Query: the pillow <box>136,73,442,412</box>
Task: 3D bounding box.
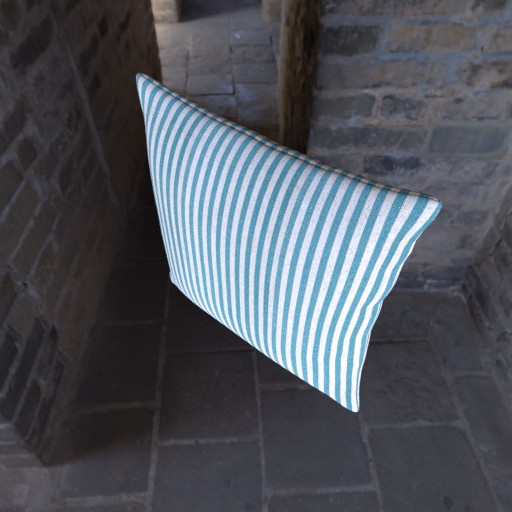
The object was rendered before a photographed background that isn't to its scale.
[{"bbox_3d":[0.000,0.000,0.782,0.523,0.510,0.166,31,54,26],"label":"pillow"}]
